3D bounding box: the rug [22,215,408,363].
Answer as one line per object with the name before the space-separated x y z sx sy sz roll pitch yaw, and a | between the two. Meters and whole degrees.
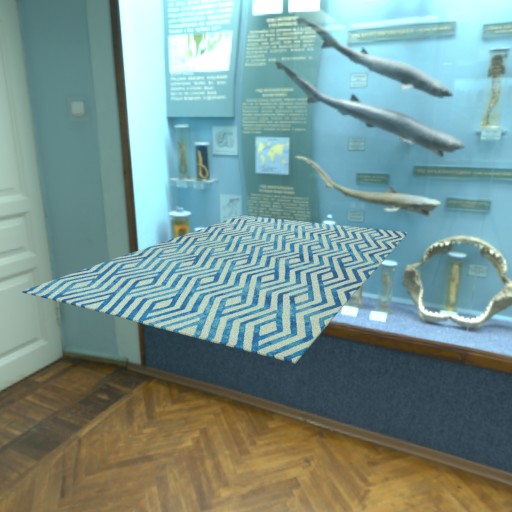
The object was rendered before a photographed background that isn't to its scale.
rug | 0.000 0.000 2.330 1.225 0.008 1.830 8 18 27
